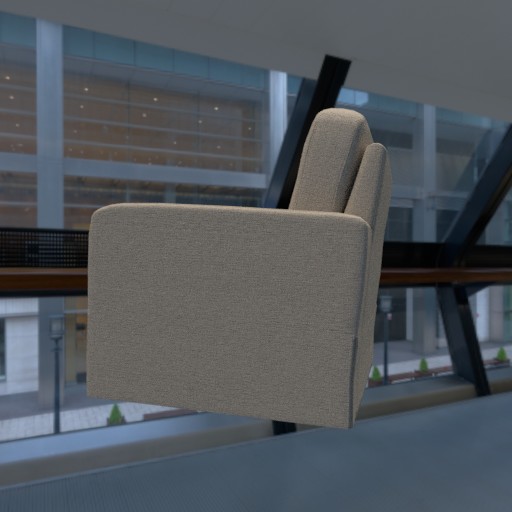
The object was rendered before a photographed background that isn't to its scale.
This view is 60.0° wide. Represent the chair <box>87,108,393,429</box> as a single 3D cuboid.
[{"bbox_3d":[0.000,0.000,1.531,0.888,0.827,0.755,0,1,19],"label":"chair"}]
